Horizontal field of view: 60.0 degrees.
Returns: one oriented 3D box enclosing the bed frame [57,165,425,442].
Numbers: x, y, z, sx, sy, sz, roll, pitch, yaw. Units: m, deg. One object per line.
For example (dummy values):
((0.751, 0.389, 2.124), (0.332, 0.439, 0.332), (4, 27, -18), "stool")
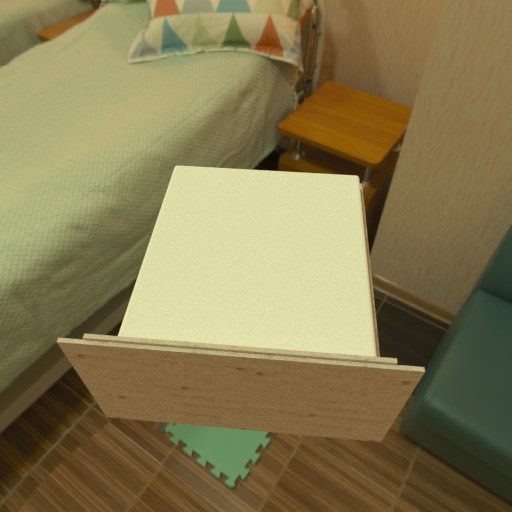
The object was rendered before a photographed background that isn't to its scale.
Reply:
((0.000, 0.000, 3.125), (1.750, 0.970, 2.080), (4, 49, 3), "bed frame")
